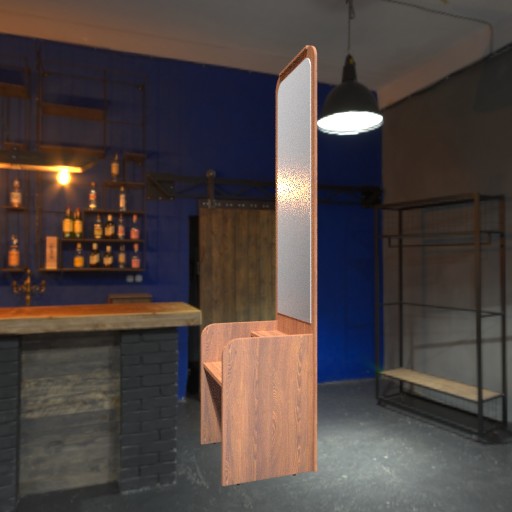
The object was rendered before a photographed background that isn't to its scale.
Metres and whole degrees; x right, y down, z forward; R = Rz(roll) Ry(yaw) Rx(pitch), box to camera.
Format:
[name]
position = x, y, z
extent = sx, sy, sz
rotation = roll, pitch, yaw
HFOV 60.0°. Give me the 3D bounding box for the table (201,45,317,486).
[table]
position = 0.000, 0.000, 2.015
extent = 0.420, 1.830, 0.450
rotation = 0, 0, -19
